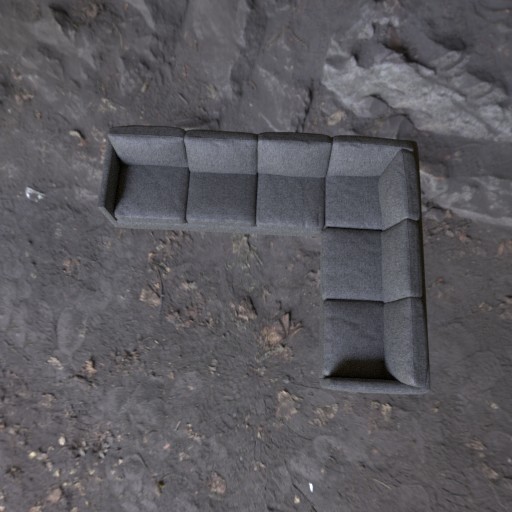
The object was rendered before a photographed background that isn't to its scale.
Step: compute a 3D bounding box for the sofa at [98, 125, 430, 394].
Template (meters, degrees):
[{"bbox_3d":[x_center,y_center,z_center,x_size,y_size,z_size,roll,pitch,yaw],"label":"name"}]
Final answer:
[{"bbox_3d":[0.000,0.000,4.577,3.302,0.947,2.593,3,75,1],"label":"sofa"}]
